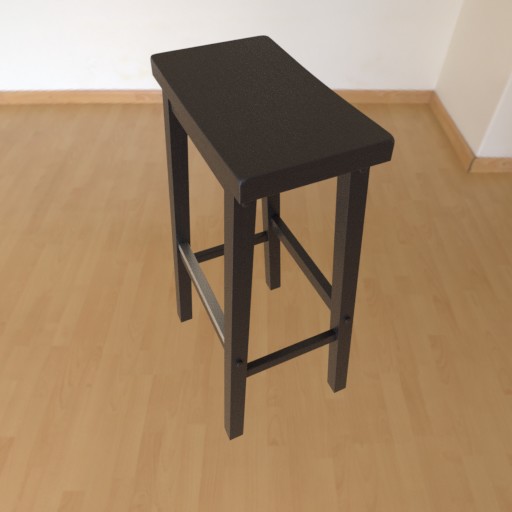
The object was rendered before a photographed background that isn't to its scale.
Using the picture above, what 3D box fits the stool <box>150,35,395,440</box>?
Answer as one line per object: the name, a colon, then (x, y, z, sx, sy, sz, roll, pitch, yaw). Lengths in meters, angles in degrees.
stool: (0.000, 0.000, 0.955, 0.322, 0.742, 0.406, -18, 49, -17)
